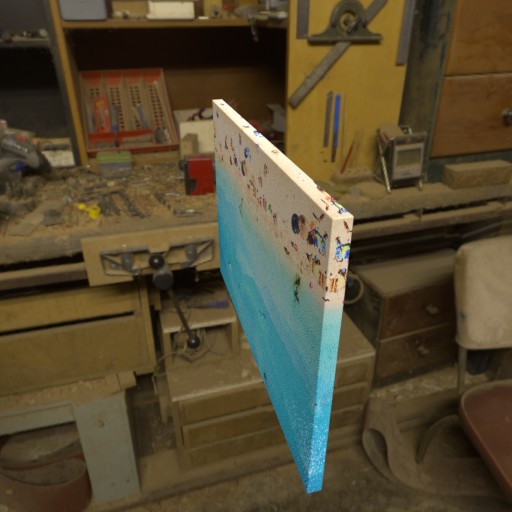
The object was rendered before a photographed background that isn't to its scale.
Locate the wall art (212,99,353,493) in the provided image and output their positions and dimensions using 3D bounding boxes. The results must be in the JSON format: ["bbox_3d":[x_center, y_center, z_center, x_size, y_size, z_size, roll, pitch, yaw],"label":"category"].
[{"bbox_3d":[0.000,0.000,1.422,0.040,0.769,1.136,-8,30,-13],"label":"wall art"}]
